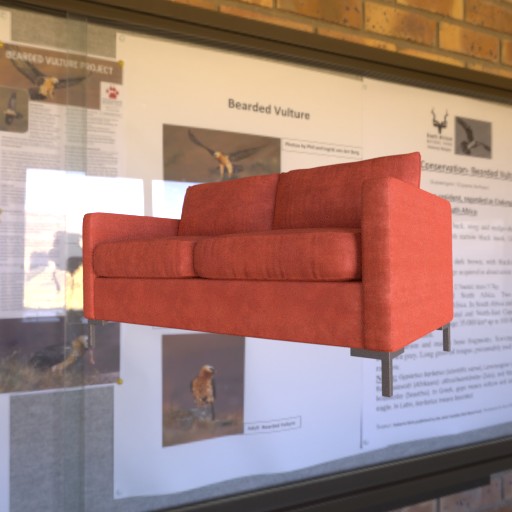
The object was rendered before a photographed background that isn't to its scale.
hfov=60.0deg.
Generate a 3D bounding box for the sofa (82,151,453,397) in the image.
[{"bbox_3d":[0.000,0.000,2.090,1.574,0.896,0.864,0,0,36],"label":"sofa"}]
